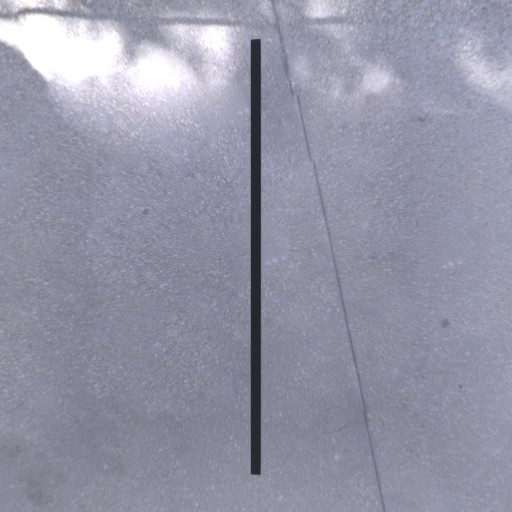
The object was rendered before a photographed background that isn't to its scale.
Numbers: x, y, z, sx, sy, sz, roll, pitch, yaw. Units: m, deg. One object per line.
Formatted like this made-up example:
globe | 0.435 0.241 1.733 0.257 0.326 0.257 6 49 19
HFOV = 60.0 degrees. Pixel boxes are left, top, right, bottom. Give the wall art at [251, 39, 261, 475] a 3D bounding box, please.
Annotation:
wall art | 0.000 0.000 1.000 0.016 0.659 0.663 0 91 0
